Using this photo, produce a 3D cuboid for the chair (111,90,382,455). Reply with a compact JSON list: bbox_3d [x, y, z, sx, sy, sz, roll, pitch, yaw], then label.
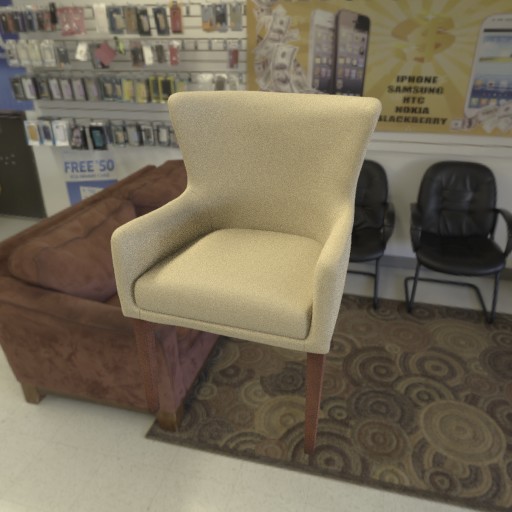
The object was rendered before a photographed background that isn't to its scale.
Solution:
[{"bbox_3d":[0.000,0.000,1.425,0.660,0.952,0.686,8,27,16],"label":"chair"}]
